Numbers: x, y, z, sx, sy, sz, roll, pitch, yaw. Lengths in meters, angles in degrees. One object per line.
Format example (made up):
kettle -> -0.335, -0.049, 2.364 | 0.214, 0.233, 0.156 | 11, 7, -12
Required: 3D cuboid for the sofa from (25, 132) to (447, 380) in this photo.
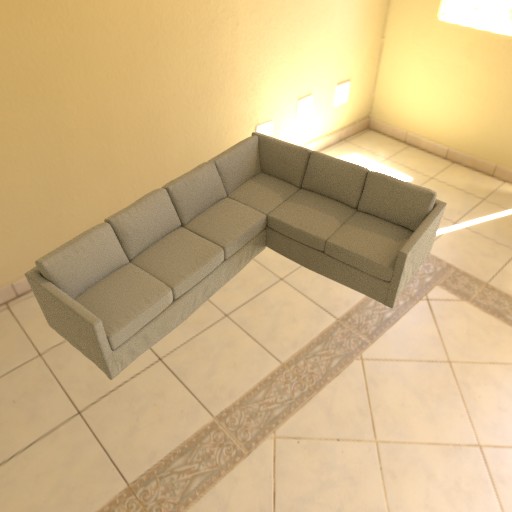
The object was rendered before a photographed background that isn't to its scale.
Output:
sofa -> 0.000, 0.000, 4.217 | 2.432, 0.871, 3.182 | 27, 48, 27
